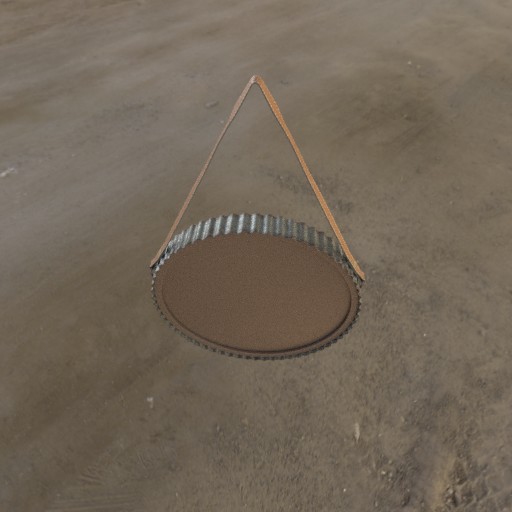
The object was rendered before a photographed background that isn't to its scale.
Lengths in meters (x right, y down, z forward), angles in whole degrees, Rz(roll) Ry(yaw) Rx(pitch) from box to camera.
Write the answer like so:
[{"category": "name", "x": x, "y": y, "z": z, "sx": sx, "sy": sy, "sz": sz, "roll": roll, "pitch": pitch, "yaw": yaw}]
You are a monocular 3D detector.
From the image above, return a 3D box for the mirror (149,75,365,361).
[{"category": "mirror", "x": 0.000, "y": 0.000, "z": 0.691, "sx": 0.355, "sy": 0.568, "sz": 0.042, "roll": 3, "pitch": 47, "yaw": 3}]
